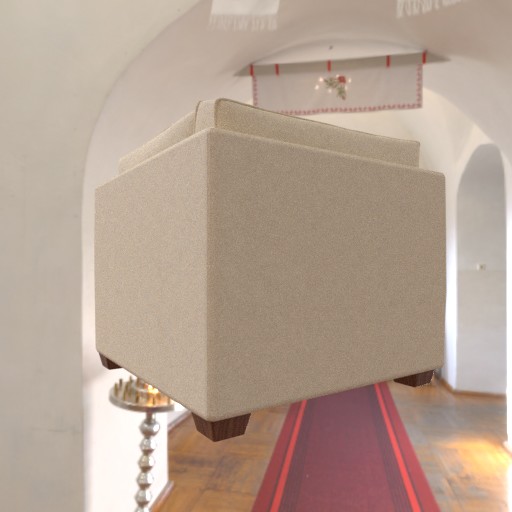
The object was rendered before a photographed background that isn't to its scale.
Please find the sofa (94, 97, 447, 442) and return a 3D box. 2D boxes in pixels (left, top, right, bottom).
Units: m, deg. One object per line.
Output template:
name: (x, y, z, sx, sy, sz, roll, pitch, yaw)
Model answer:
sofa: (0.000, 0.000, 1.899, 1.084, 1.002, 1.146, 1, -1, -34)
